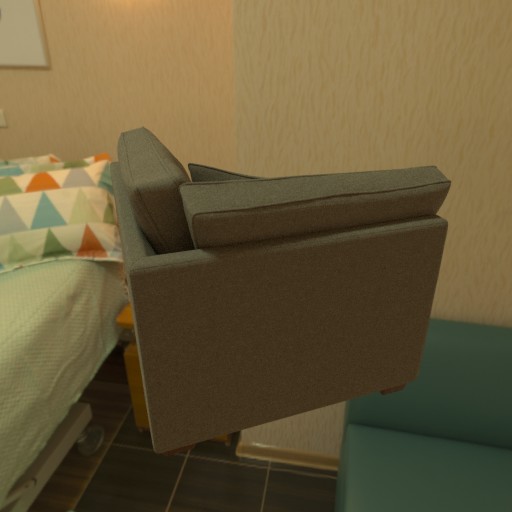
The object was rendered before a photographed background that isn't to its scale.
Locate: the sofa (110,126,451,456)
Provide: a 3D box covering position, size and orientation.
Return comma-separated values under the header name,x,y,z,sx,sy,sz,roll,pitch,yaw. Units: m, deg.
name,x,y,z,sx,sy,sz,roll,pitch,yaw
sofa,0.000,0.000,1.851,1.050,0.951,1.042,-9,27,-17
